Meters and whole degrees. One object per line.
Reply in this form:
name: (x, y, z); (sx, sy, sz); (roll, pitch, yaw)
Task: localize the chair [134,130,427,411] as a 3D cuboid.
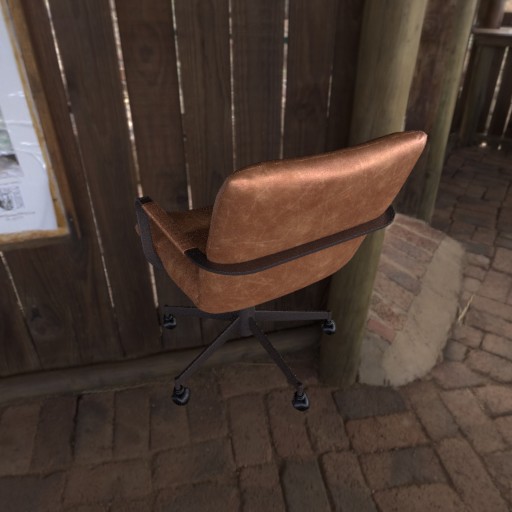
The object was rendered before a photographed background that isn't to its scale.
chair: (0.000, 0.000, 1.462); (0.727, 0.922, 0.754); (-18, 36, -27)
